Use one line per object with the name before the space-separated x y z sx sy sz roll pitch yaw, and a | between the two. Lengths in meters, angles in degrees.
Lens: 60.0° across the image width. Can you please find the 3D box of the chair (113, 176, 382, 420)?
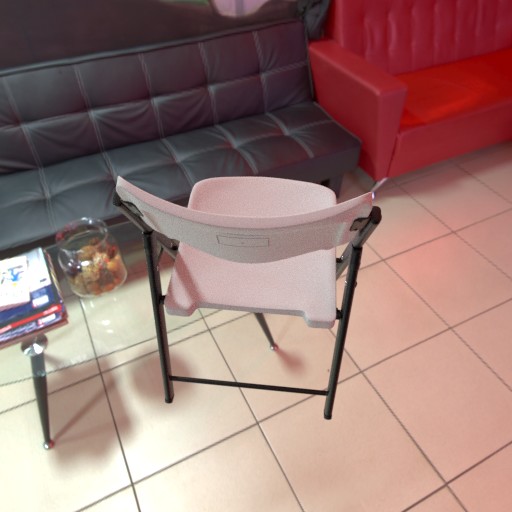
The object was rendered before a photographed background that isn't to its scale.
chair | 0.000 0.000 1.139 0.482 0.765 0.577 4 45 4
